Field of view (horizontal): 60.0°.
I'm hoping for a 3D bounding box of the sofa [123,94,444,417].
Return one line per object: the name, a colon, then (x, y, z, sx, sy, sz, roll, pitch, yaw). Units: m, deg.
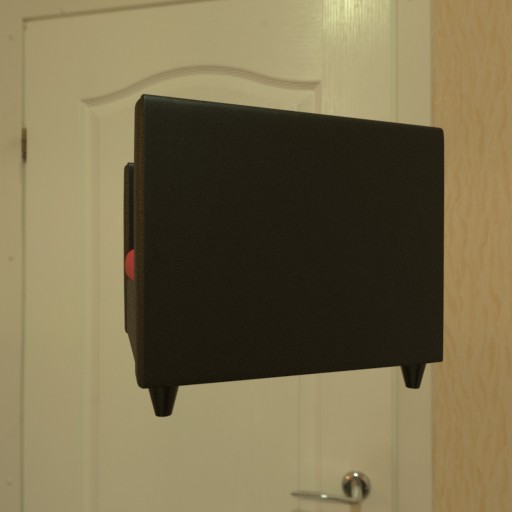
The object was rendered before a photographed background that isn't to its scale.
sofa: (0.000, 0.000, 1.450, 0.809, 0.724, 0.839, 0, 0, -18)
